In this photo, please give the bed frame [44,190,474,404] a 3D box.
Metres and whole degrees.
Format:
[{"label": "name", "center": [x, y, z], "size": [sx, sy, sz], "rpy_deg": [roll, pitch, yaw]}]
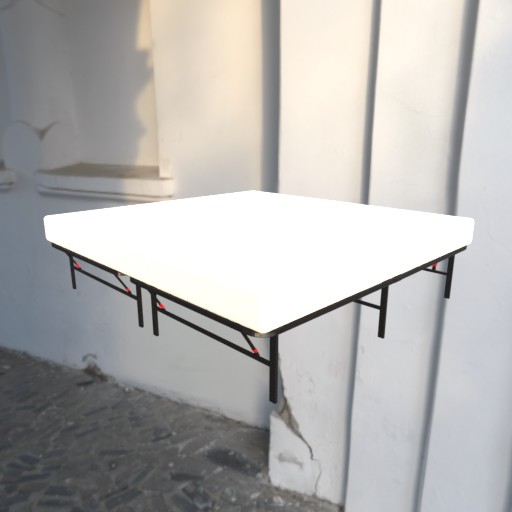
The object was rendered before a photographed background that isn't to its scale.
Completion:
[{"label": "bed frame", "center": [0.000, 0.000, 2.934], "size": [1.935, 0.525, 2.033], "rpy_deg": [-15, 21, -43]}]
